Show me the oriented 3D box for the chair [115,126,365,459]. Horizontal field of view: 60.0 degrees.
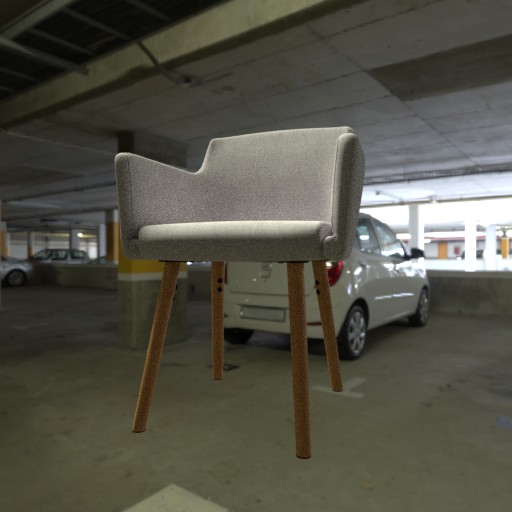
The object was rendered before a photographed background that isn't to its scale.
[{"bbox_3d":[0.000,0.000,1.168,0.570,0.780,0.540,0,0,19],"label":"chair"}]
